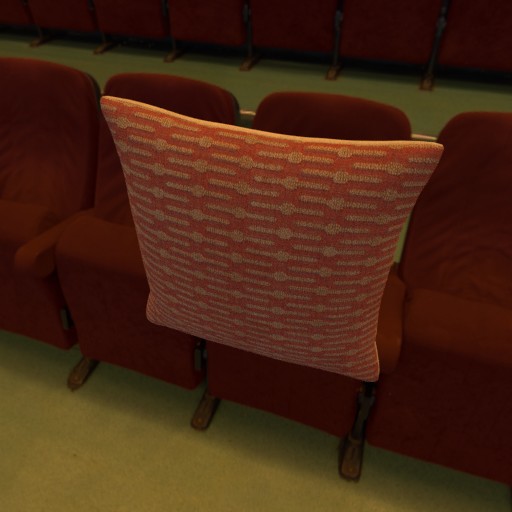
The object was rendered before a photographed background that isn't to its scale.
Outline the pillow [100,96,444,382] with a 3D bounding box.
[{"bbox_3d":[0.000,0.000,0.780,0.511,0.503,0.182,12,42,14],"label":"pillow"}]
